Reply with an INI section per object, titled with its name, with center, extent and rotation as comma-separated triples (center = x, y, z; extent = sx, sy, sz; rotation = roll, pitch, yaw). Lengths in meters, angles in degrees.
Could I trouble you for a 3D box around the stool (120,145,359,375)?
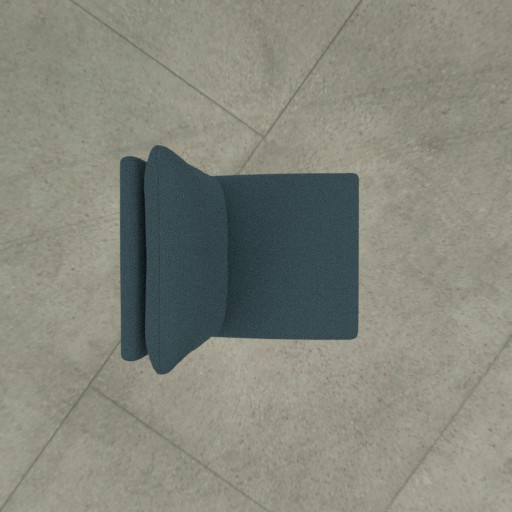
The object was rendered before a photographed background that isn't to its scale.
[stool]
center = 0.000, 0.000, 1.356
extent = 0.568, 1.032, 0.463
rotation = 0, 91, 0
